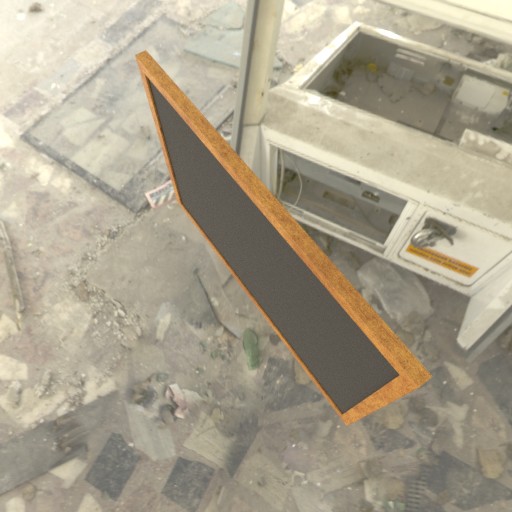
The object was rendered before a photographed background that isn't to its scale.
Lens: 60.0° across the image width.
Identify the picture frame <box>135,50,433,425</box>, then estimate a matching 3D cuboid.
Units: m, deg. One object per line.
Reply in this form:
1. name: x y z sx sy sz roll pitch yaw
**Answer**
1. picture frame: 0.000 0.000 1.144 0.029 0.621 0.922 -33 68 -15
